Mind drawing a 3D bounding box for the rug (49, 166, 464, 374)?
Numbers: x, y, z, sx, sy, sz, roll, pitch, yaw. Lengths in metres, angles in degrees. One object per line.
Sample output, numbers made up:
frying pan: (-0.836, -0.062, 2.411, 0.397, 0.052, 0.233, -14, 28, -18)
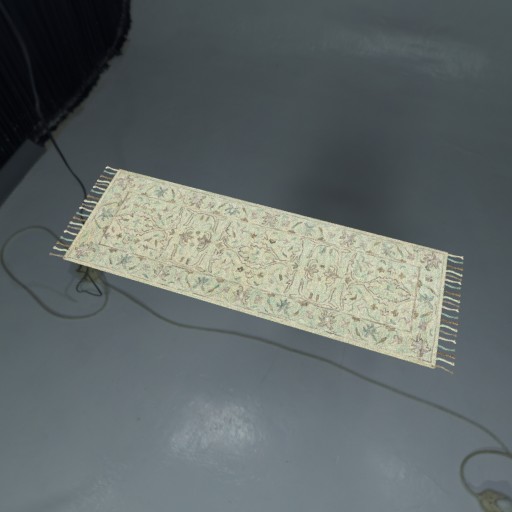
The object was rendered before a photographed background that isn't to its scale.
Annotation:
rug: (0.000, 0.000, 2.728, 2.440, 0.013, 0.769, 15, 60, 9)
